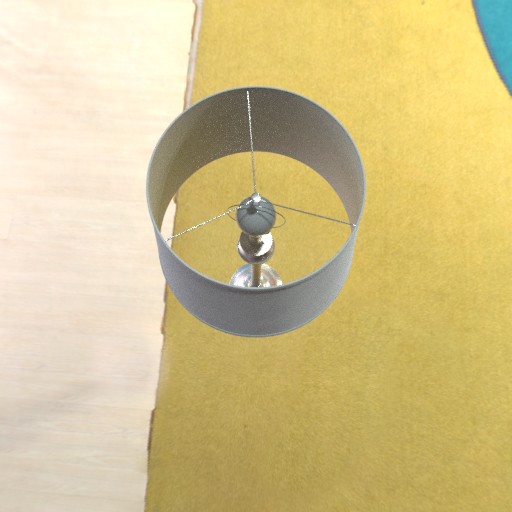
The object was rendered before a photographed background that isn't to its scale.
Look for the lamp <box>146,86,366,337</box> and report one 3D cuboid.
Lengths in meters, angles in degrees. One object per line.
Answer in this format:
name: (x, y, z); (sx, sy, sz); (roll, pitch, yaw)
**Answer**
lamp: (0.000, 0.000, 0.864); (0.331, 0.698, 0.331); (0, 75, 0)
